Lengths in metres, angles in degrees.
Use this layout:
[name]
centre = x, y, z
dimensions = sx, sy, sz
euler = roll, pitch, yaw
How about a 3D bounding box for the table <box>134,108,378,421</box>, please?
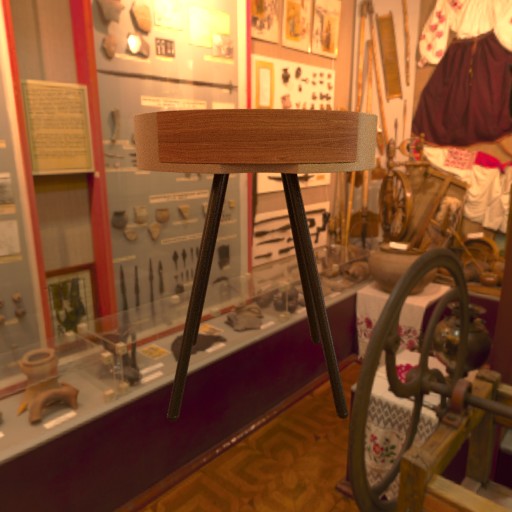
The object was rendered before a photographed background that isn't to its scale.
[table]
centre = 0.000, 0.000, 0.878
dimensions = 0.450, 0.525, 0.450
euler = 0, 14, 0
